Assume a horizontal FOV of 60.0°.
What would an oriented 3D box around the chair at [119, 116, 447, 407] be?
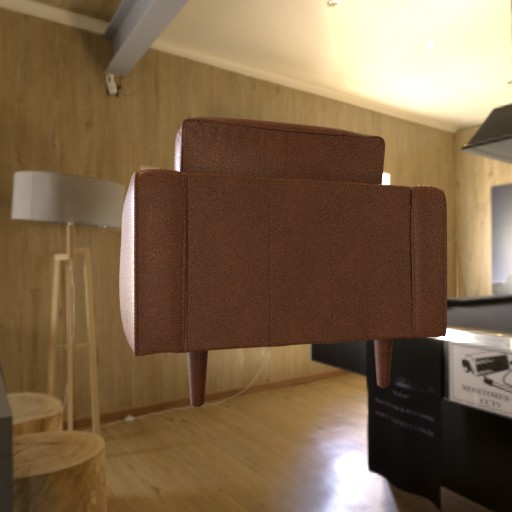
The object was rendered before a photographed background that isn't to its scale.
[{"bbox_3d":[0.000,0.000,1.561,0.920,0.770,0.900,0,0,-18],"label":"chair"}]
